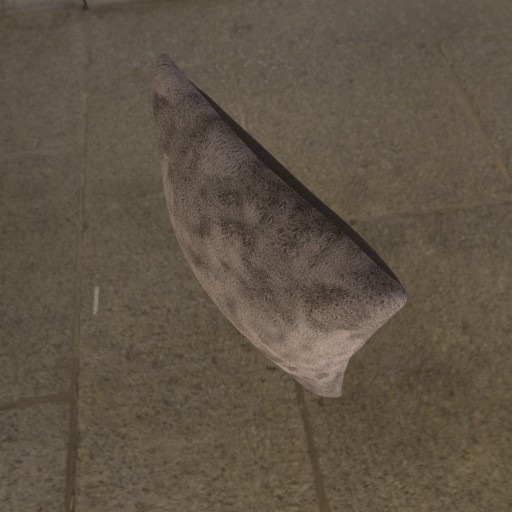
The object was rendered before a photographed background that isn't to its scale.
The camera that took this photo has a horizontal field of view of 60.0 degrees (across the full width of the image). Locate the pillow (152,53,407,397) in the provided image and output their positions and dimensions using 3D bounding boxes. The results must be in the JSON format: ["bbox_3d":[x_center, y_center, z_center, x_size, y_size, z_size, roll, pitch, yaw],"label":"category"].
[{"bbox_3d":[0.000,0.000,0.794,0.204,0.520,0.522,-35,67,-17],"label":"pillow"}]
